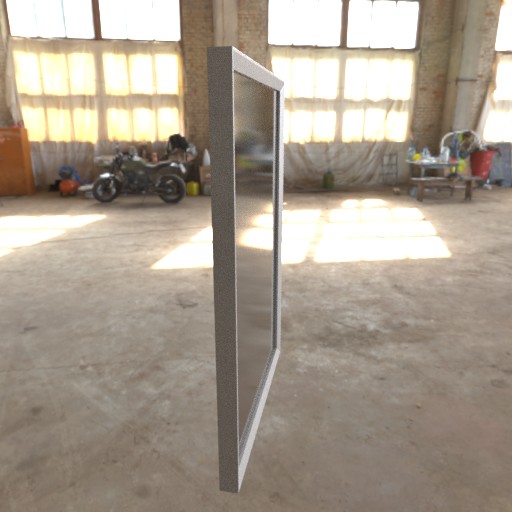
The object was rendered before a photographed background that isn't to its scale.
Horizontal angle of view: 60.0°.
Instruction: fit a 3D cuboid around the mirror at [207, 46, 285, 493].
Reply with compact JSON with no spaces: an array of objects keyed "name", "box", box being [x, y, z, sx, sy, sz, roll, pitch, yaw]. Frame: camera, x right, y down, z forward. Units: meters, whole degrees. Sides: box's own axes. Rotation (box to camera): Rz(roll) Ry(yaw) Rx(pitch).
[{"name":"mirror","box":[0.000,0.000,0.909,0.039,0.710,0.507,3,17,11]}]
